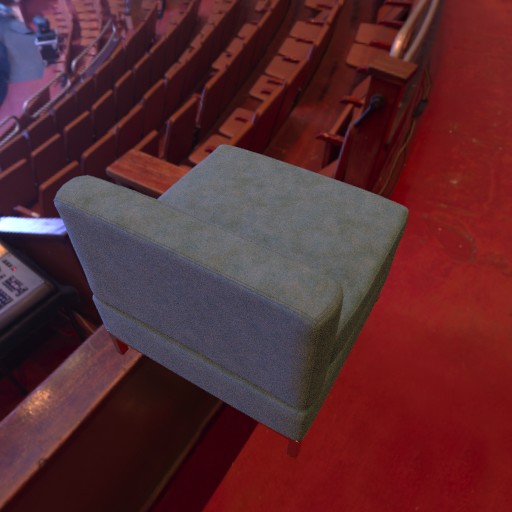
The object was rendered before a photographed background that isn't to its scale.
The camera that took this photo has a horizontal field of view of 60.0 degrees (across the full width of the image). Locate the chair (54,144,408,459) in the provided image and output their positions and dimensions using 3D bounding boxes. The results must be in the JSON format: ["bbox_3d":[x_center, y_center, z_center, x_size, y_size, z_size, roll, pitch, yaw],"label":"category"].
[{"bbox_3d":[0.000,0.000,1.269,0.684,0.660,0.685,24,51,20],"label":"chair"}]
